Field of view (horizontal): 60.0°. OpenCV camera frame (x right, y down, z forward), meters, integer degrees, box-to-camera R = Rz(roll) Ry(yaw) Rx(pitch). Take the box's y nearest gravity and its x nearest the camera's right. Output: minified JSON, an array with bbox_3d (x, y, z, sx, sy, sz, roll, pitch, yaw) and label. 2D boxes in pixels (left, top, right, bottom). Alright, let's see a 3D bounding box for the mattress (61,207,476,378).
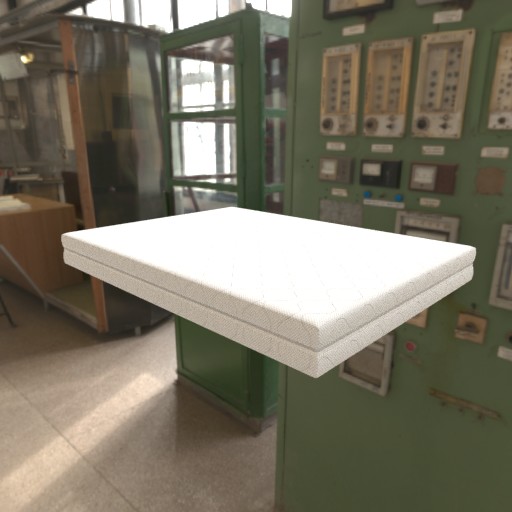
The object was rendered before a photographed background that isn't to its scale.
[{"bbox_3d":[0.000,0.000,2.517,1.900,0.200,1.400,15,21,42],"label":"mattress"}]
